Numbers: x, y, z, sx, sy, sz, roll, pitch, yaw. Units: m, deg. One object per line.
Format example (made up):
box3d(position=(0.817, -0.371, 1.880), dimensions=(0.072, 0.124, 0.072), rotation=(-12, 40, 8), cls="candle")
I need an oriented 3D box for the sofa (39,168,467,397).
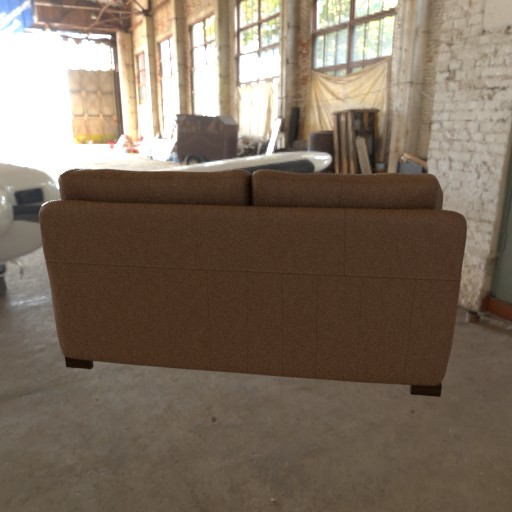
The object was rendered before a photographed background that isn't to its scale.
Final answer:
box3d(position=(0.000, 0.000, 2.386), dimensions=(1.855, 0.980, 0.962), rotation=(2, 17, 8), cls="sofa")
